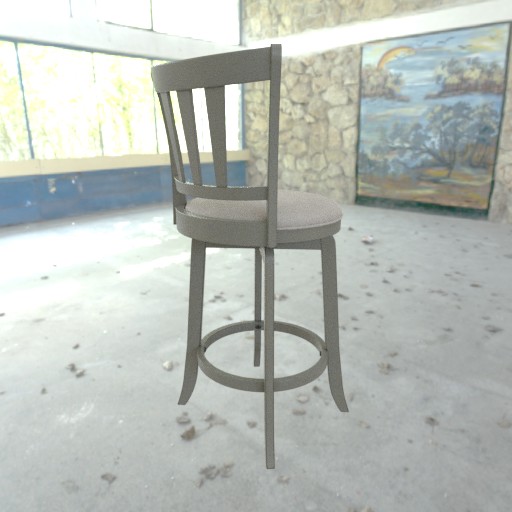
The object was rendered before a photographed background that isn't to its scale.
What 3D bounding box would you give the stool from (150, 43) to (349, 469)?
[{"bbox_3d":[0.000,0.000,1.235,0.486,0.994,0.450,-15,22,-43],"label":"stool"}]
